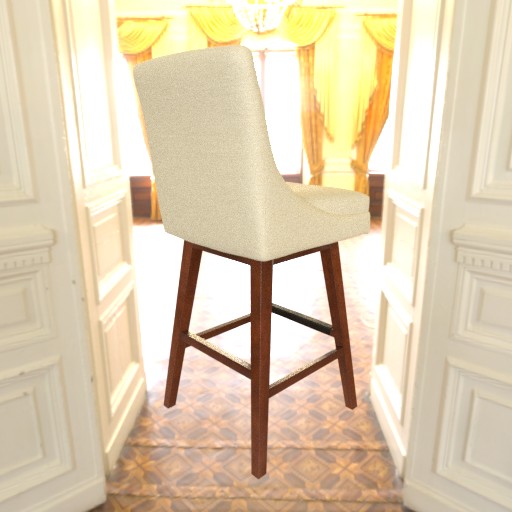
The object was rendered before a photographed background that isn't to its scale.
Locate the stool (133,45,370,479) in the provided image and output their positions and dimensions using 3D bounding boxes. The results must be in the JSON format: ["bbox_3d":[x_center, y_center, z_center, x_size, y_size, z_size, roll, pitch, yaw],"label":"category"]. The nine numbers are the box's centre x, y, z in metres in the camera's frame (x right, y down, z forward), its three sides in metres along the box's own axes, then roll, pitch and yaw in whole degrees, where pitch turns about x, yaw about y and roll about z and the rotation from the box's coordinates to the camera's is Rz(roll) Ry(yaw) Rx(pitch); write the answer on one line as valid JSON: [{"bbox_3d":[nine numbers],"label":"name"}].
[{"bbox_3d":[0.000,0.000,1.365,0.559,1.097,0.470,-15,22,-42],"label":"stool"}]
